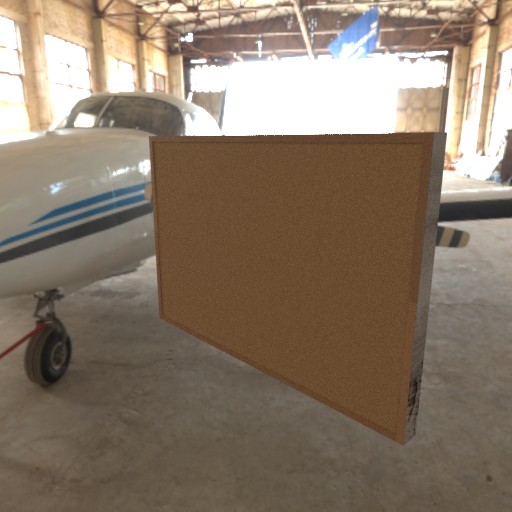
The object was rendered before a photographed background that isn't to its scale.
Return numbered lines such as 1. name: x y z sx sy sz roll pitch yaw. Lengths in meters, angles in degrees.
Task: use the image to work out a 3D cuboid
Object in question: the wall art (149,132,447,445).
1. wall art: 0.000 0.000 0.772 0.035 0.407 0.613 -13 20 -42
